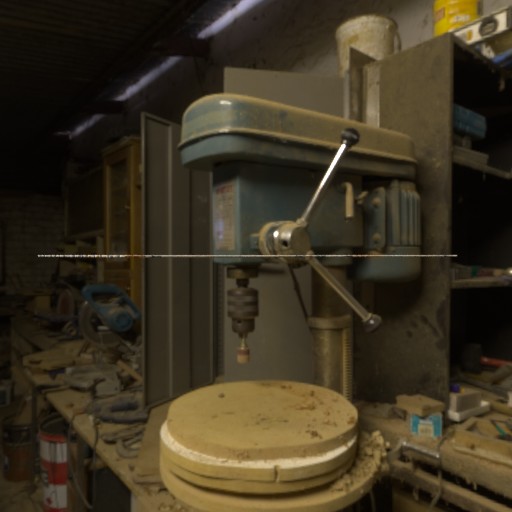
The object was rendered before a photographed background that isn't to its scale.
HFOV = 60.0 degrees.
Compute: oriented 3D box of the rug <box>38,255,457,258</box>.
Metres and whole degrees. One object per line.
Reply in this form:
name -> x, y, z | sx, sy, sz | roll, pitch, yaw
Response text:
rug -> 0.000, 0.000, 3.018 | 2.428, 0.010, 1.533 | 0, 0, -37
